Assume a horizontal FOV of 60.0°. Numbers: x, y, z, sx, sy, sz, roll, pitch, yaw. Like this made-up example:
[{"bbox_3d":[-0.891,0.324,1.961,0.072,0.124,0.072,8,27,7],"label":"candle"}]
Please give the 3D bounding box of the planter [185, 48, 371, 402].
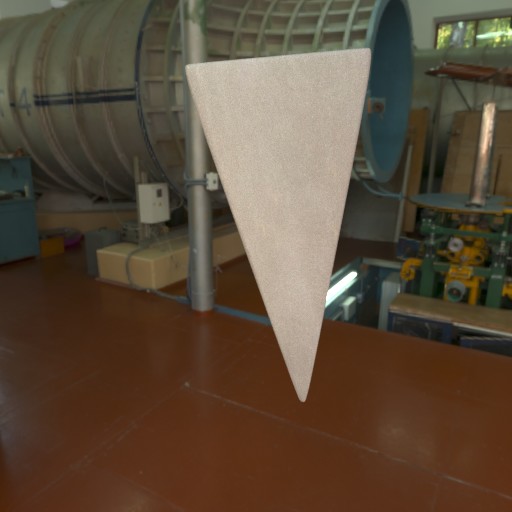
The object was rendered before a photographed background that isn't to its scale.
[{"bbox_3d":[0.000,0.000,0.271,0.081,0.224,0.101,-7,17,-25],"label":"planter"}]
